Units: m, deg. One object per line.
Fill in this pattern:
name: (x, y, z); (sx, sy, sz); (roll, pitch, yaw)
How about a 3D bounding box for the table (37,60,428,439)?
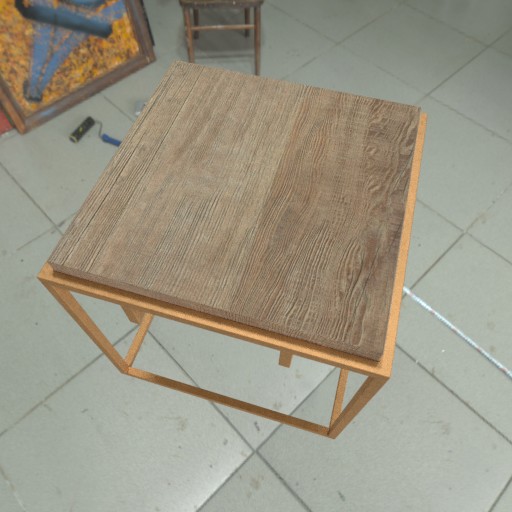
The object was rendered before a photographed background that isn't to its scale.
table: (0.000, 0.000, 1.080); (0.599, 0.584, 0.599); (14, 60, 9)
